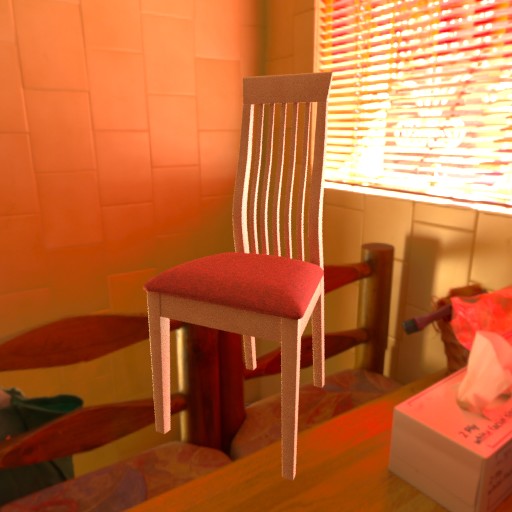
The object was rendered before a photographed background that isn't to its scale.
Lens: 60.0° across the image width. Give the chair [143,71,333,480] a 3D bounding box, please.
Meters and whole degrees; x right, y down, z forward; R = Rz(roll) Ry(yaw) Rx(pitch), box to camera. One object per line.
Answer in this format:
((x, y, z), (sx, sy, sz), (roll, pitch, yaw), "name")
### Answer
((0.000, 0.000, 1.287), (0.460, 1.027, 0.474), (7, 17, 26), "chair")
